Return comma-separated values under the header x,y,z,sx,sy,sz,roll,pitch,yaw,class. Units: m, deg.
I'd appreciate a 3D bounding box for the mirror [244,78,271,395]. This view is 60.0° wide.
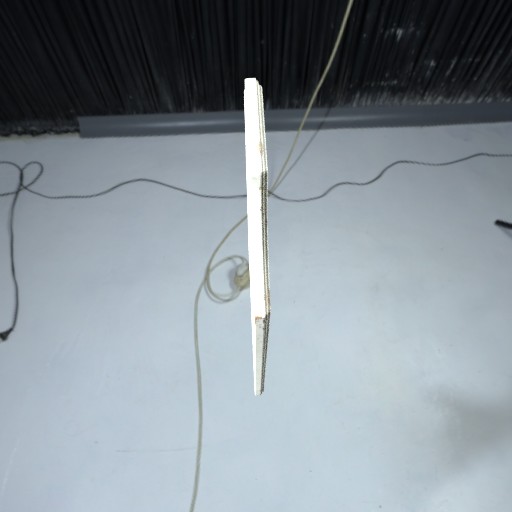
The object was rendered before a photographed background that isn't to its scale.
x,y,z,sx,sy,sz,roll,pitch,yaw,class
0.000,0.000,0.856,0.022,0.717,0.403,-2,63,-1,mirror
